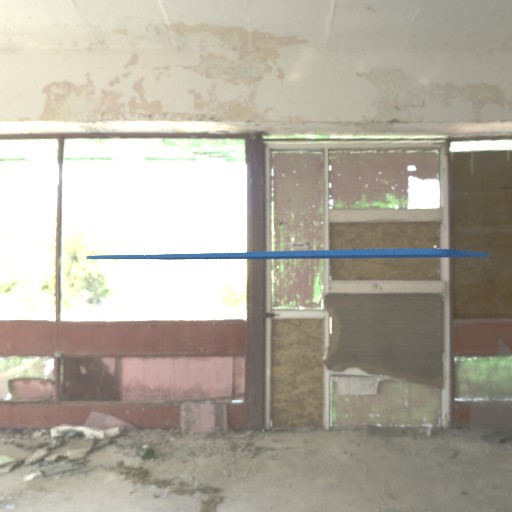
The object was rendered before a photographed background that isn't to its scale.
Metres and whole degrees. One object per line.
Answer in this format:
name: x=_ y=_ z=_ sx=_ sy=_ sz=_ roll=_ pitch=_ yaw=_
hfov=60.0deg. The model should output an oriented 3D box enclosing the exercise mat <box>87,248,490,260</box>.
exercise mat: x=0.000 y=0.000 z=2.060 sx=1.869 sy=0.021 sz=0.616 roll=-1 pitch=-1 yaw=37
